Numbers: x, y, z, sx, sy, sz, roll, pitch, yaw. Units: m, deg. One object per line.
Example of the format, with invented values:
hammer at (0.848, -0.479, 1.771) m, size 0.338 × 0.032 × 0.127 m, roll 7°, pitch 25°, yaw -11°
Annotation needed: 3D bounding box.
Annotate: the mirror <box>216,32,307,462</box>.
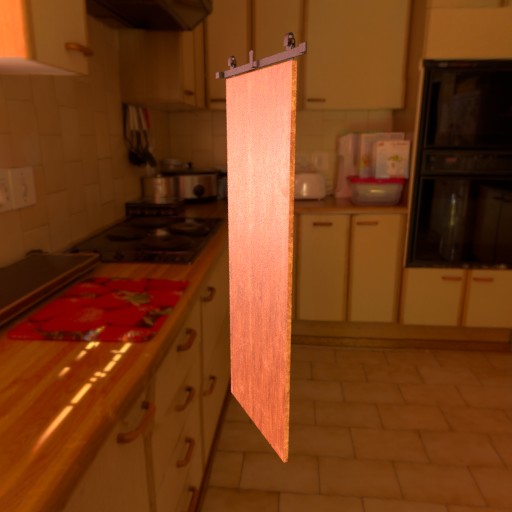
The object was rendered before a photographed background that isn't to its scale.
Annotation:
mirror at (0.000, 0.000, 2.061) m, size 0.042 × 1.793 × 0.847 m, roll -7°, pitch 17°, yaw -24°
